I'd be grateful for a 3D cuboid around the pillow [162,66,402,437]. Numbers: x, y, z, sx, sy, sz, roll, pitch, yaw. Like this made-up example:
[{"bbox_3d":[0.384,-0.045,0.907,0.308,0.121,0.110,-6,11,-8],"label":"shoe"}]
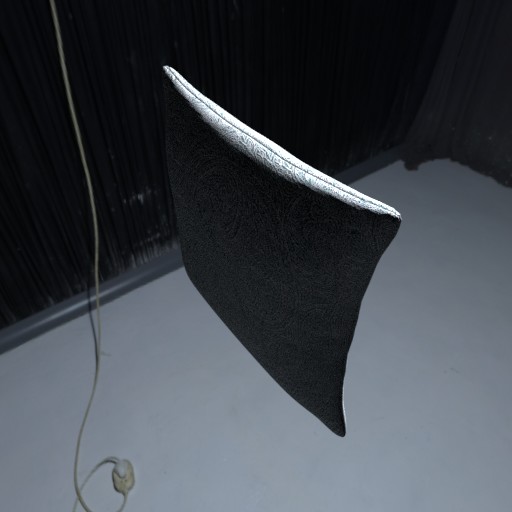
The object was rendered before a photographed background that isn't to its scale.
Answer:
[{"bbox_3d":[0.000,0.000,0.782,0.166,0.507,0.526,-26,49,-26],"label":"pillow"}]
